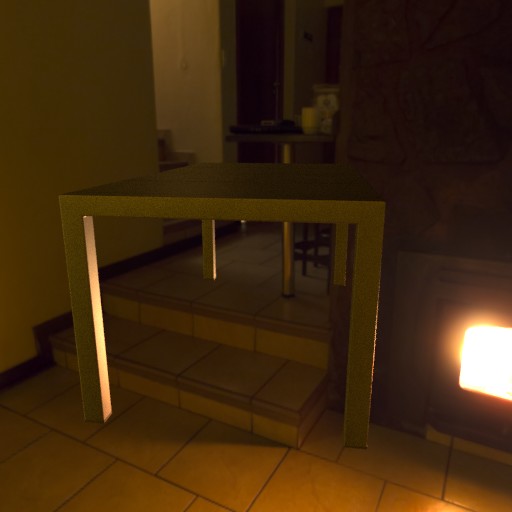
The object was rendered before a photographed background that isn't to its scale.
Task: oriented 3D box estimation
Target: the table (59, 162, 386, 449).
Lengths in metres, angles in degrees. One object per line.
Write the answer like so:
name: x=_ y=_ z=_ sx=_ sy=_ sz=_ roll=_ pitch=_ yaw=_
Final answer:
table: x=0.000 y=0.000 z=1.257 sx=0.559 sy=0.460 sz=0.965 roll=2 pitch=15 yaw=8
